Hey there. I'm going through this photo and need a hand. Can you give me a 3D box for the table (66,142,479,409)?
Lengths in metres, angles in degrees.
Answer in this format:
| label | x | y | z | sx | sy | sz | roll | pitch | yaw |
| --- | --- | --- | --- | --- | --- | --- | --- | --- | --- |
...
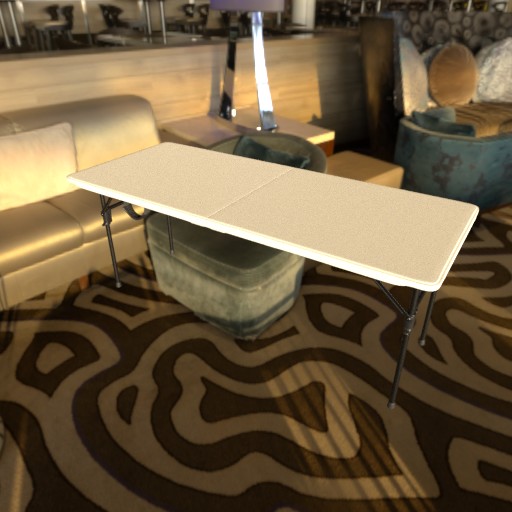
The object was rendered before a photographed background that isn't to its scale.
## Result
| label | x | y | z | sx | sy | sz | roll | pitch | yaw |
| --- | --- | --- | --- | --- | --- | --- | --- | --- | --- |
| table | 0.000 | 0.000 | 2.251 | 1.829 | 0.719 | 0.761 | 18 | 35 | 28 |
